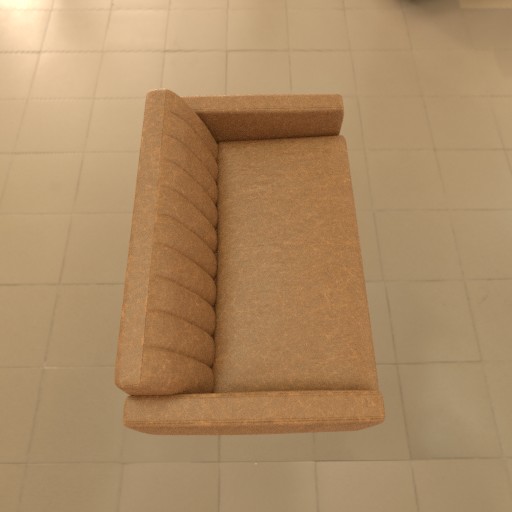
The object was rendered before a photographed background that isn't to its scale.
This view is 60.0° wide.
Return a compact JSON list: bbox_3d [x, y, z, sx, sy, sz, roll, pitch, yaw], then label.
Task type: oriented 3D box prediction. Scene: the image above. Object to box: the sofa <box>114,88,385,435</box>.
[{"bbox_3d":[0.000,0.000,2.075,0.960,0.820,1.549,-1,65,0],"label":"sofa"}]
